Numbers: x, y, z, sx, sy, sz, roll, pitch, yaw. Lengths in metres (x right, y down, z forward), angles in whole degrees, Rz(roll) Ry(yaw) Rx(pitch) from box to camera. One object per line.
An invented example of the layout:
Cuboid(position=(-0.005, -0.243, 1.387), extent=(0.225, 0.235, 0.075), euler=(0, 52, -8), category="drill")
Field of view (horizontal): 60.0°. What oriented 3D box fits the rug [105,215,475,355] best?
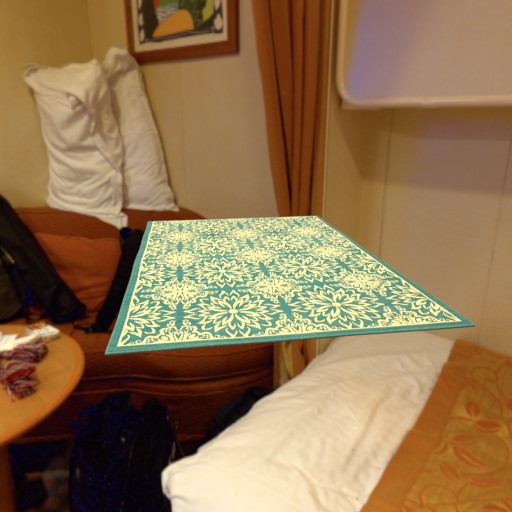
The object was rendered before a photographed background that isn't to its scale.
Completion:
Cuboid(position=(0.000, 0.000, 3.435), extent=(1.830, 0.018, 2.769), euler=(-3, 17, -9), category="rug")
